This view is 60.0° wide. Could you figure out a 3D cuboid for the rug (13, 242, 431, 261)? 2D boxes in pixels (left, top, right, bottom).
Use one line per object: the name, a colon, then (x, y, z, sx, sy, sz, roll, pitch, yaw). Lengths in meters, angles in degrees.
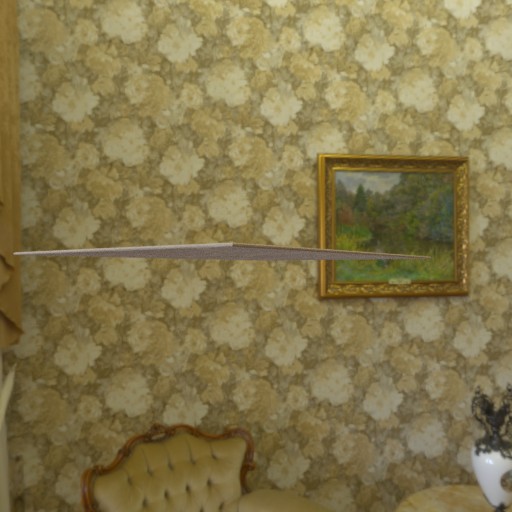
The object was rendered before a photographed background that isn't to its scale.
rug: (0.000, 0.000, 2.803, 1.528, 0.014, 2.294, -1, -2, 37)
